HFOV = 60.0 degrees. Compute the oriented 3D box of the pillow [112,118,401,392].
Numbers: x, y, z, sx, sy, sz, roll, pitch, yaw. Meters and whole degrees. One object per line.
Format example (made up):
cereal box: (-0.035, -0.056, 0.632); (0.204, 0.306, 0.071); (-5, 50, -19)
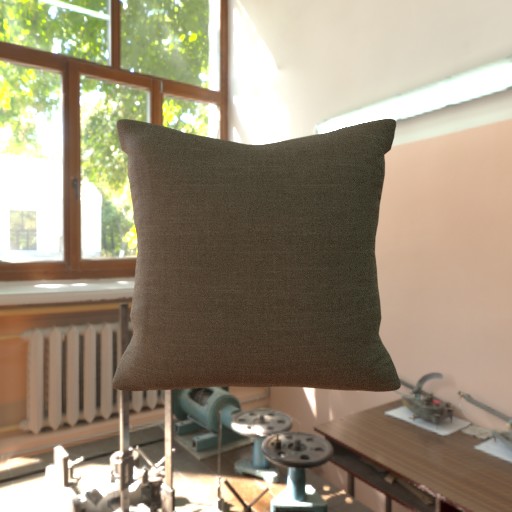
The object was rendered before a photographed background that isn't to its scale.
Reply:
pillow: (0.000, 0.000, 0.654); (0.424, 0.400, 0.169); (0, 1, 0)
